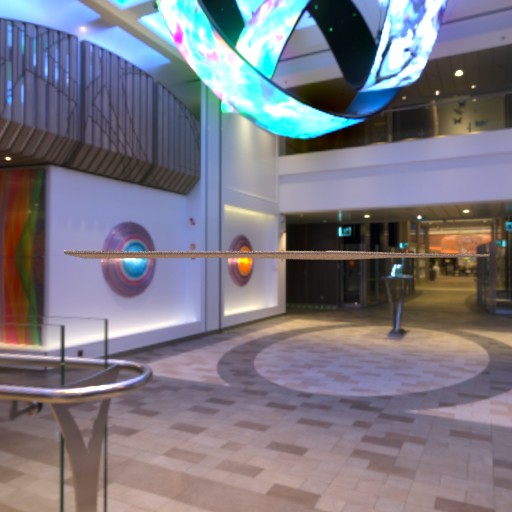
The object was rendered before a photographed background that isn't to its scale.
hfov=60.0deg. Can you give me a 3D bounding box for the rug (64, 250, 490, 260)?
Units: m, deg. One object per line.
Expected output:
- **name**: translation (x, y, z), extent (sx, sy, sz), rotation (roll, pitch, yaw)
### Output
- **rug**: translation (0.000, 0.000, 4.297), extent (3.245, 0.046, 2.467), rotation (0, -1, -19)
